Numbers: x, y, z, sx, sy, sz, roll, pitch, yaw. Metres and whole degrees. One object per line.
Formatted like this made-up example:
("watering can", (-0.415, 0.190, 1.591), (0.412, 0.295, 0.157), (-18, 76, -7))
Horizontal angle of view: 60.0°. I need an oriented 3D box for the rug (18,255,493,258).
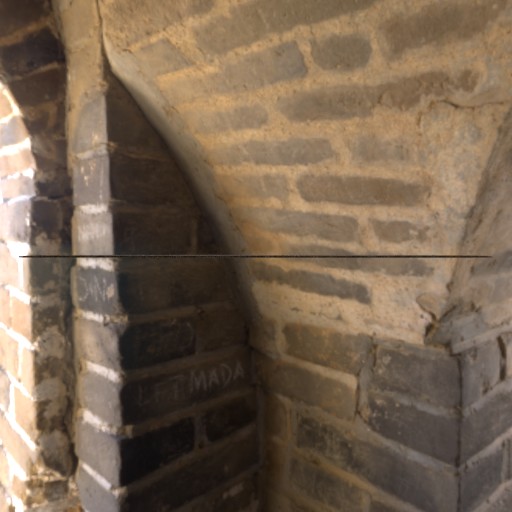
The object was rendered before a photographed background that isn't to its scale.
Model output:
("rug", (0.000, 0.000, 2.489), (2.029, 0.010, 1.237), (0, 0, 2))
